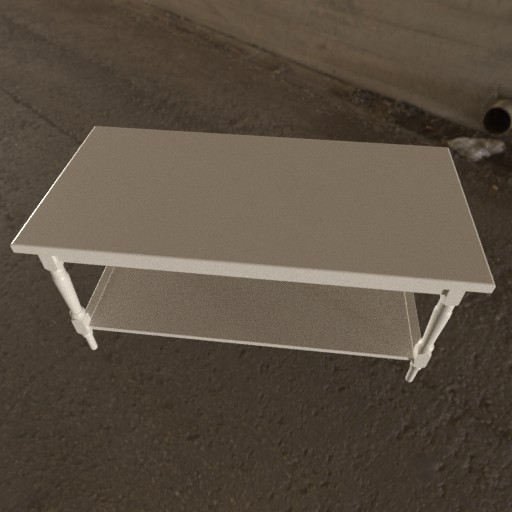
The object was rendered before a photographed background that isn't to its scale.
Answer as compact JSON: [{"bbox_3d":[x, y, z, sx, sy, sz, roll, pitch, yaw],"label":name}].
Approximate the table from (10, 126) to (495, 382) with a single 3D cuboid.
[{"bbox_3d":[0.000,0.000,1.372,1.107,0.510,0.550,5,46,5],"label":"table"}]
